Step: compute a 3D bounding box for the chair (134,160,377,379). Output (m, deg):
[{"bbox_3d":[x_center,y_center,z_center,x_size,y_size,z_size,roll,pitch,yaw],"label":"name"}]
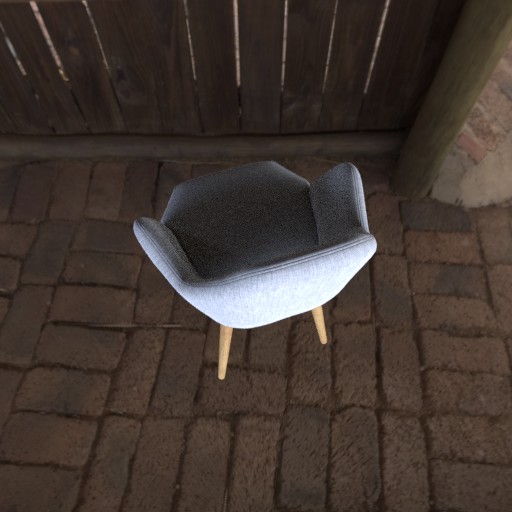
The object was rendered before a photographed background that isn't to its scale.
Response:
[{"bbox_3d":[0.000,0.000,1.266,0.590,0.840,0.610,-17,59,-10],"label":"chair"}]
